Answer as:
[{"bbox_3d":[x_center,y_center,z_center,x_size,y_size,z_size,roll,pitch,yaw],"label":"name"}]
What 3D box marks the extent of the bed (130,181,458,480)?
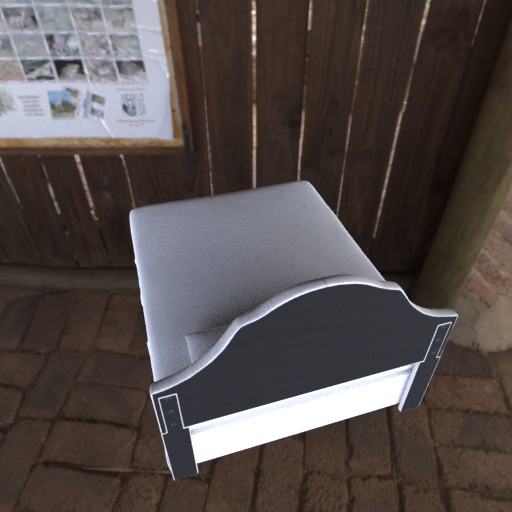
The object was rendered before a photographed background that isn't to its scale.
[{"bbox_3d":[0.000,0.000,3.685,2.039,1.617,2.477,-11,42,-13],"label":"bed"}]
